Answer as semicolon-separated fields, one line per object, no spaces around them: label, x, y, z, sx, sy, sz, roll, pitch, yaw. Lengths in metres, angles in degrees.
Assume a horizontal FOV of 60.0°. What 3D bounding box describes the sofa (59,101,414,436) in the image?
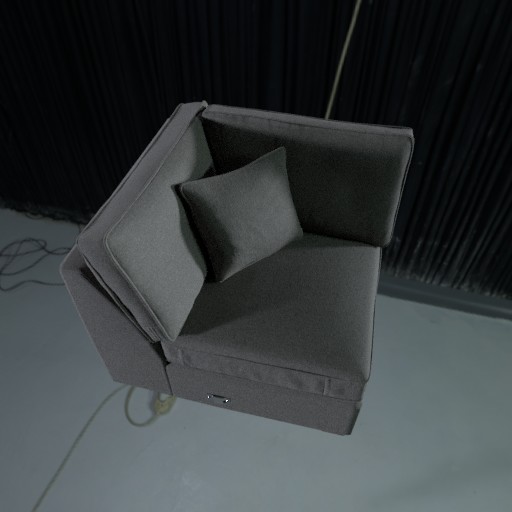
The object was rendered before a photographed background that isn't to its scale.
sofa;0.000;0.000;1.969;1.146;1.002;1.084;9;46;9
